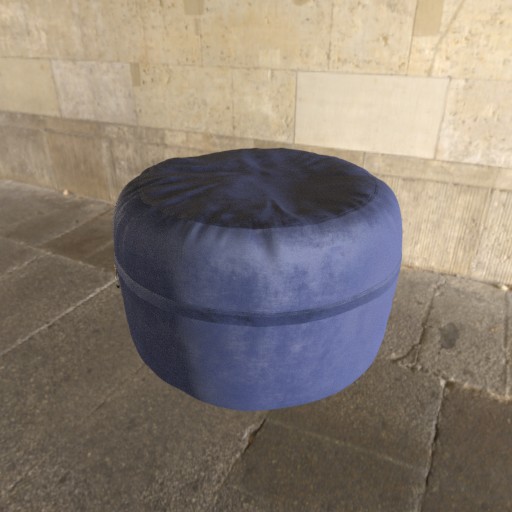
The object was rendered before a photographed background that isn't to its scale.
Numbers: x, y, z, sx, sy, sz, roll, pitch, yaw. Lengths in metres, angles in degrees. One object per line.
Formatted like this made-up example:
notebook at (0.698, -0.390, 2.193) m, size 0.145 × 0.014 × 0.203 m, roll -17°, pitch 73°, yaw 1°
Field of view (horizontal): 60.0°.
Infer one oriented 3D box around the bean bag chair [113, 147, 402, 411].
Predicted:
bean bag chair at (0.000, 0.000, 1.980) m, size 1.219 × 0.762 × 1.219 m, roll 0°, pitch 28°, yaw 0°
